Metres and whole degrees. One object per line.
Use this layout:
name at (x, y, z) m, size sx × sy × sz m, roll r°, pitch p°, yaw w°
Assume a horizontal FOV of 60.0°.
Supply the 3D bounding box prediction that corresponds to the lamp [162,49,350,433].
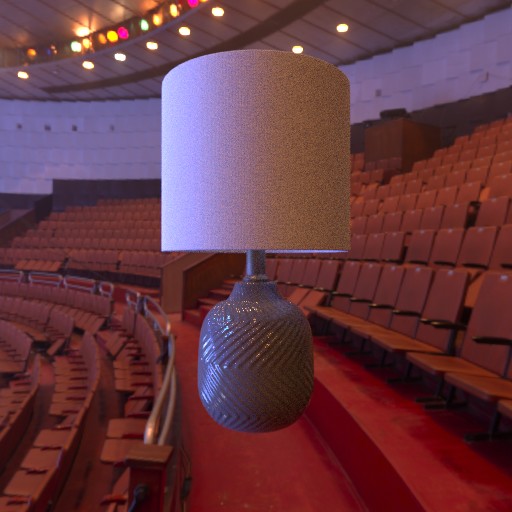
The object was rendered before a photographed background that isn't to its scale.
lamp at (0.000, 0.000, 0.496) m, size 0.207 × 0.366 × 0.207 m, roll 0°, pitch 0°, yaw 0°
